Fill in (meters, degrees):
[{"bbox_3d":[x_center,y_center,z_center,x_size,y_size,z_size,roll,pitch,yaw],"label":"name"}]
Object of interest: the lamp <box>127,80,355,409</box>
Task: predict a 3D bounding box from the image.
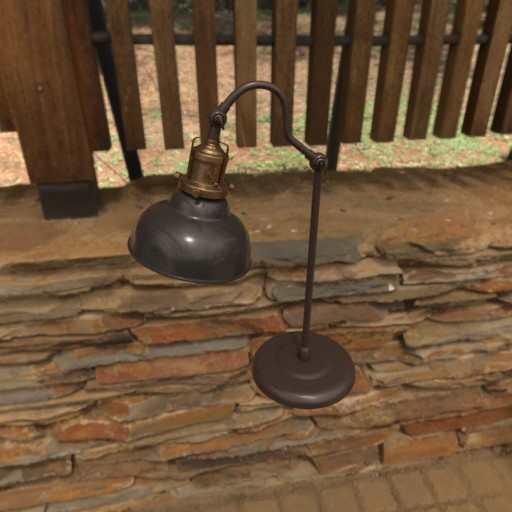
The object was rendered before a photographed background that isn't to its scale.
[{"bbox_3d":[0.000,0.000,0.685,0.374,0.508,0.192,-8,29,-13],"label":"lamp"}]
